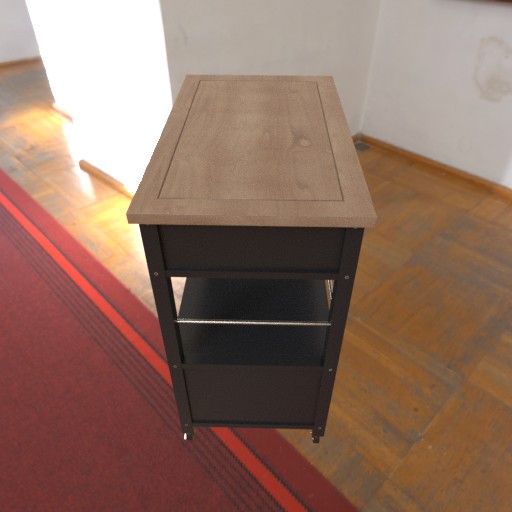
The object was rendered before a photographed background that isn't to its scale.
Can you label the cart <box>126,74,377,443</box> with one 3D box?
[{"bbox_3d":[0.000,0.000,1.414,0.459,0.901,0.840,1,40,1],"label":"cart"}]
